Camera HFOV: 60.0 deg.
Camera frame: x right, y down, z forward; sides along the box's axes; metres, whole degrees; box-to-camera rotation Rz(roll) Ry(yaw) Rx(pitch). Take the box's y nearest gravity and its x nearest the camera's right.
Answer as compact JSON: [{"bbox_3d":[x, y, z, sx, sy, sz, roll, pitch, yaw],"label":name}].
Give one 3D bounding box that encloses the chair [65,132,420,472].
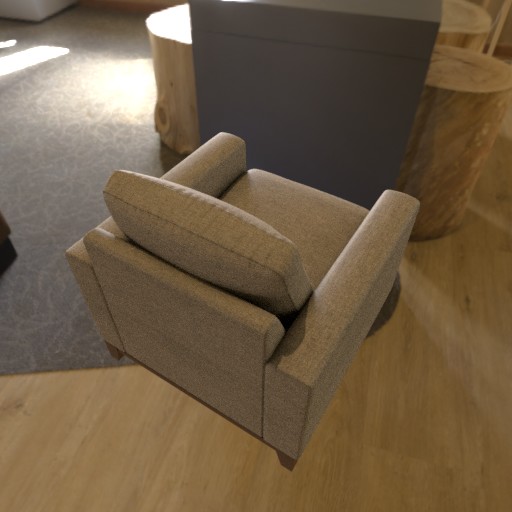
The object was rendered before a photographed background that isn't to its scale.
[{"bbox_3d":[0.000,0.000,1.871,1.024,1.010,1.038,24,51,22],"label":"chair"}]
